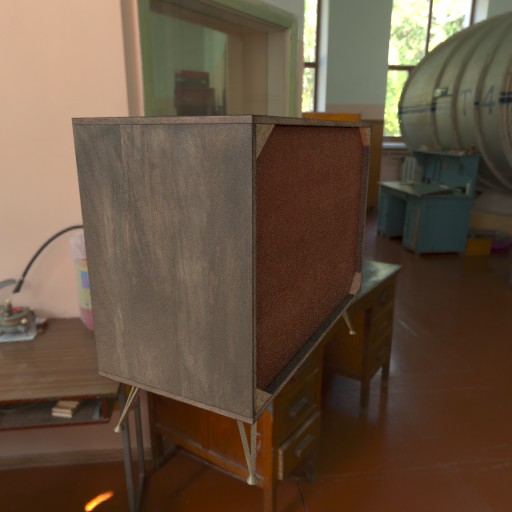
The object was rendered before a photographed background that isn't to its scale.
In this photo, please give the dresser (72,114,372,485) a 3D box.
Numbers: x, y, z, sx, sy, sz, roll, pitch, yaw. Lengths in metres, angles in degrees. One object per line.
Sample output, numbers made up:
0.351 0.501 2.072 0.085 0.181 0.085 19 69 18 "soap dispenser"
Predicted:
0.000 0.000 1.376 0.453 0.801 0.923 8 17 26 "dresser"
